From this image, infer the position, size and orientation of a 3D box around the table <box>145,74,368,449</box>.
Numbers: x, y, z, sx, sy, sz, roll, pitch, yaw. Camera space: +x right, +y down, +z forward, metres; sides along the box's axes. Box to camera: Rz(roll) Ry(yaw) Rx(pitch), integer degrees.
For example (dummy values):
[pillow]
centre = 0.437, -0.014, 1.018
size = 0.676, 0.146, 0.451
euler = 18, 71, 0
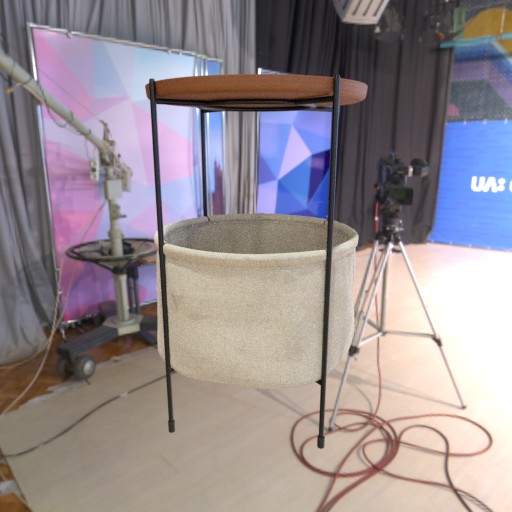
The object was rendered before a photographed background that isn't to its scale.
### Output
[table]
centre = 0.000, 0.000, 0.871
size = 0.393, 0.623, 0.393
euler = 2, 15, 9
